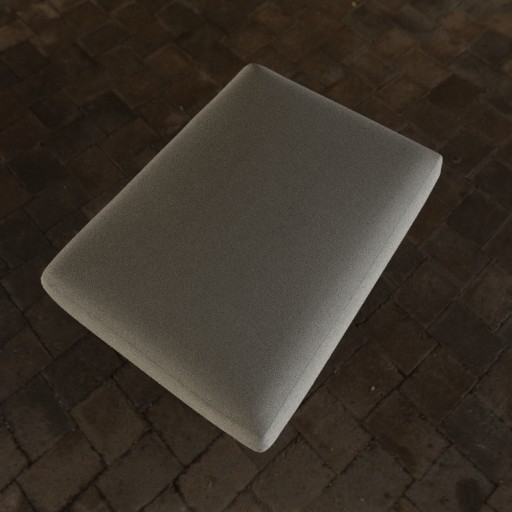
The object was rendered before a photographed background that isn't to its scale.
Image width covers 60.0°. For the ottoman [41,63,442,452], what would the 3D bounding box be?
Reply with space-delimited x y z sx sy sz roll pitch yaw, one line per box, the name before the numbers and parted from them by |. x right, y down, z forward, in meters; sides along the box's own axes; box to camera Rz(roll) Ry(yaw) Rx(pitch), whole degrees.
ottoman | 0.000 0.000 1.125 0.569 0.504 0.773 32 68 15
